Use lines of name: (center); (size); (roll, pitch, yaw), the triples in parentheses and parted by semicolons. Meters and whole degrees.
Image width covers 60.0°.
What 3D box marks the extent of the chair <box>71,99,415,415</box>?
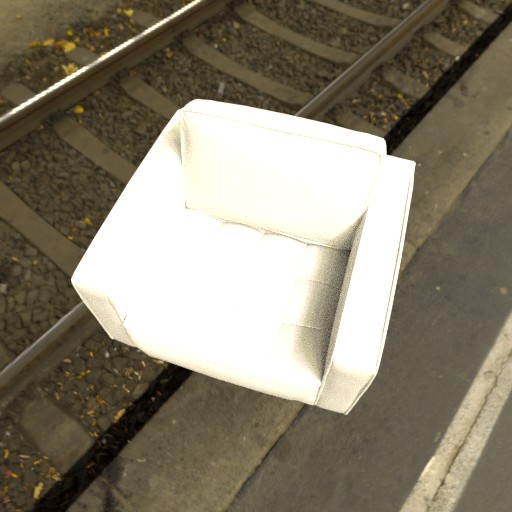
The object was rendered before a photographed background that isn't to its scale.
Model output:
chair: (0.000, 0.000, 1.531); (0.928, 0.773, 0.843); (15, 59, 10)
